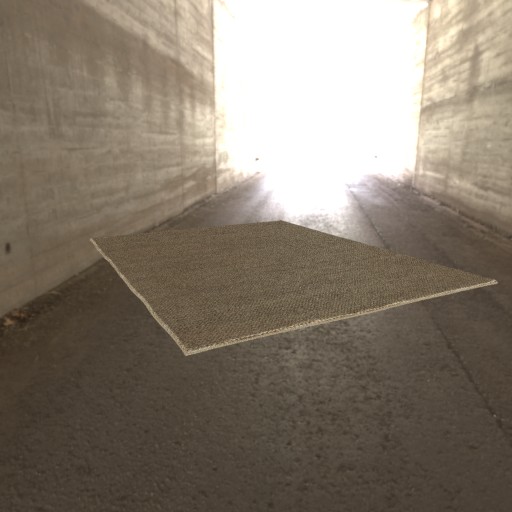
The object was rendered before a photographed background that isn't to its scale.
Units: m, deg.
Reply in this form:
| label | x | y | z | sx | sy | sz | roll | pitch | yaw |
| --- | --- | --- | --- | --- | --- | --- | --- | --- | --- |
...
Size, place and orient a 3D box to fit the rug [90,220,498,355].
| label | x | y | z | sx | sy | sz | roll | pitch | yaw |
| --- | --- | --- | --- | --- | --- | --- | --- | --- | --- |
| rug | 0.000 | 0.000 | 4.012 | 2.429 | 0.030 | 3.052 | -8 | 16 | -27 |
